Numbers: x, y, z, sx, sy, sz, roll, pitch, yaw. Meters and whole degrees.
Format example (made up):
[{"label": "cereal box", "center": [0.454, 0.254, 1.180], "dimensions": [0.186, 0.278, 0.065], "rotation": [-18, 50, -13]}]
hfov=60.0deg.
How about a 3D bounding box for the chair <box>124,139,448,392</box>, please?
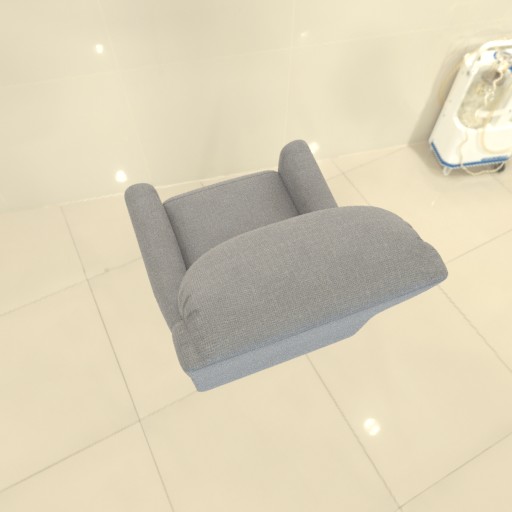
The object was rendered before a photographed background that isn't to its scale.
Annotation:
[{"label": "chair", "center": [0.000, 0.000, 1.733], "dimensions": [0.838, 1.054, 1.014], "rotation": [-18, 59, -11]}]
